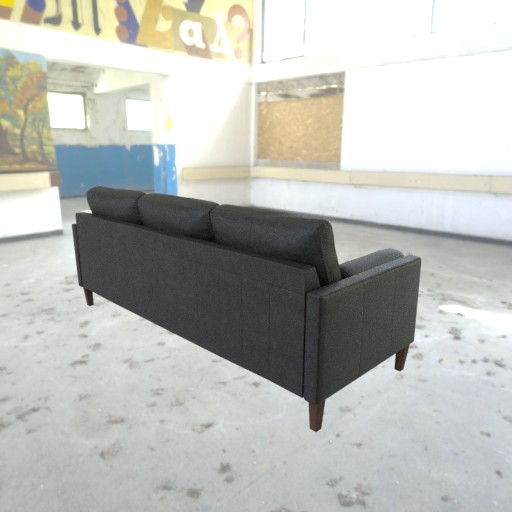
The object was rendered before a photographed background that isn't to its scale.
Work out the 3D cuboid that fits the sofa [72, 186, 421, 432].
[{"bbox_3d":[0.000,0.000,2.907,1.497,0.876,2.178,-14,20,-43],"label":"sofa"}]
